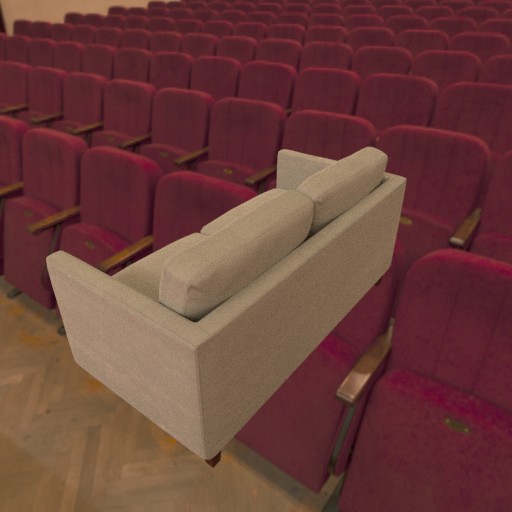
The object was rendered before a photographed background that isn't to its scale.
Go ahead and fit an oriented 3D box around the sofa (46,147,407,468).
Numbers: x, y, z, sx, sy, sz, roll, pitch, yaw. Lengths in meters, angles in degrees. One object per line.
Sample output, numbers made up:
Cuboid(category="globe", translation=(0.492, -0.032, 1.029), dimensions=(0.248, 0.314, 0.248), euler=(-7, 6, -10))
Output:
Cuboid(category="sofa", translation=(0.000, 0.000, 2.460), dimensions=(0.950, 0.963, 1.884), euler=(22, 38, 31))
